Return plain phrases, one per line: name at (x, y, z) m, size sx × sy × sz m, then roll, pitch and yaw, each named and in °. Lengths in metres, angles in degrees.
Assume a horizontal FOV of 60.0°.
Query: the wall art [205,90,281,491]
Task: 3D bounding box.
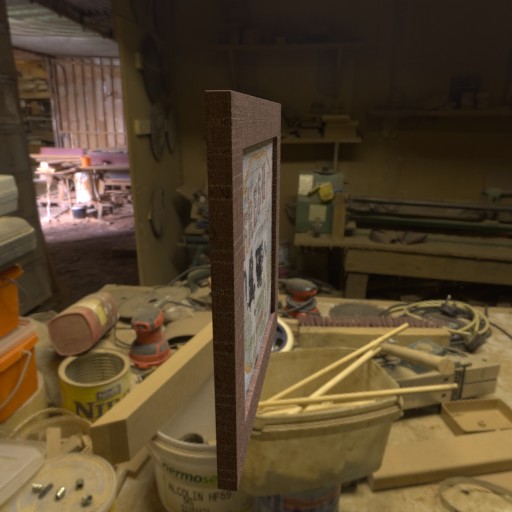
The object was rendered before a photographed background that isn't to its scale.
wall art at (0.000, 0.000, 0.798) m, size 0.029 × 0.531 × 0.531 m, roll 3°, pitch 18°, yaw 8°
